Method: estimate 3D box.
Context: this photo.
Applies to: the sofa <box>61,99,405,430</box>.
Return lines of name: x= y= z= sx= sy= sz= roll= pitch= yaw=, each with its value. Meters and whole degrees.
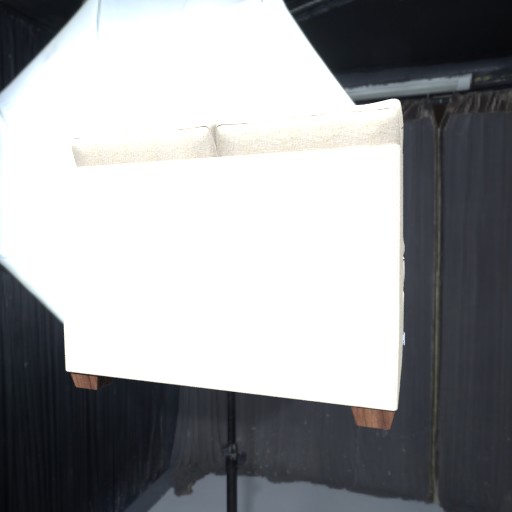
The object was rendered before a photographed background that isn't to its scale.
sofa: x=0.000 y=0.000 z=1.929 sx=1.232 sy=1.006 sz=0.978 roll=1 pitch=2 yaw=20
